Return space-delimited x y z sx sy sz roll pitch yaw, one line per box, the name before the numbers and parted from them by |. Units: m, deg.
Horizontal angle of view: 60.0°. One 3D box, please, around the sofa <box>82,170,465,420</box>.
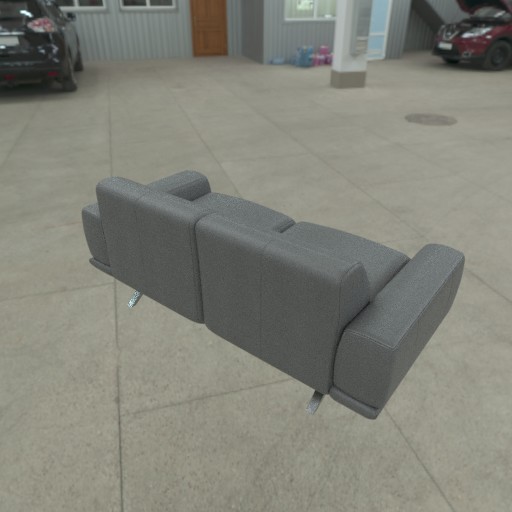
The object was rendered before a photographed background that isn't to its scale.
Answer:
sofa | 0.000 0.000 2.393 1.901 0.772 0.900 22 37 32
